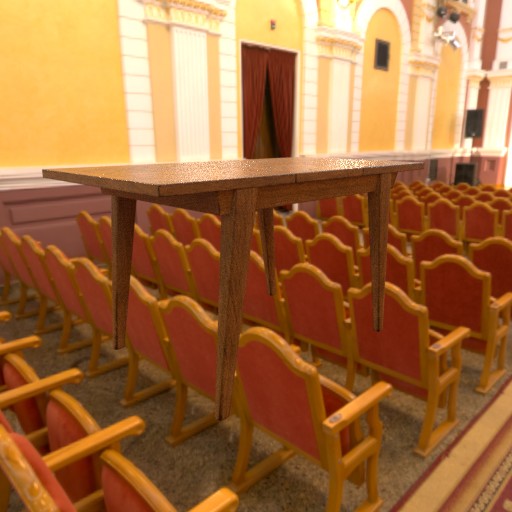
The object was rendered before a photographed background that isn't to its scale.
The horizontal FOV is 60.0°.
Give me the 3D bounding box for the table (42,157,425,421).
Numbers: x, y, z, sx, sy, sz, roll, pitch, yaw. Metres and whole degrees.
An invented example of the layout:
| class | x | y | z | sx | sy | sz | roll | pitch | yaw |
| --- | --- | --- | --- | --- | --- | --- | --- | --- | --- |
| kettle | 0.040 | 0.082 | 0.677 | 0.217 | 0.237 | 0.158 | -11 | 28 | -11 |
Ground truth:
| class | x | y | z | sx | sy | sz | roll | pitch | yaw |
| --- | --- | --- | --- | --- | --- | --- | --- | --- | --- |
| table | 0.000 | 0.000 | 1.894 | 1.400 | 0.760 | 0.757 | -14 | 21 | -43 |
